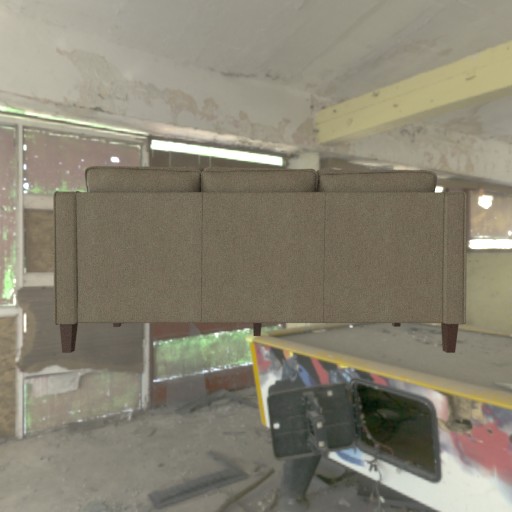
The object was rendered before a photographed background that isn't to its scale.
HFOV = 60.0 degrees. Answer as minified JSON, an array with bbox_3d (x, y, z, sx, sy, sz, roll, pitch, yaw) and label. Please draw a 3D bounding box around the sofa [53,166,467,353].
[{"bbox_3d":[0.000,0.000,3.358,2.317,1.081,1.858,0,0,-1],"label":"sofa"}]
